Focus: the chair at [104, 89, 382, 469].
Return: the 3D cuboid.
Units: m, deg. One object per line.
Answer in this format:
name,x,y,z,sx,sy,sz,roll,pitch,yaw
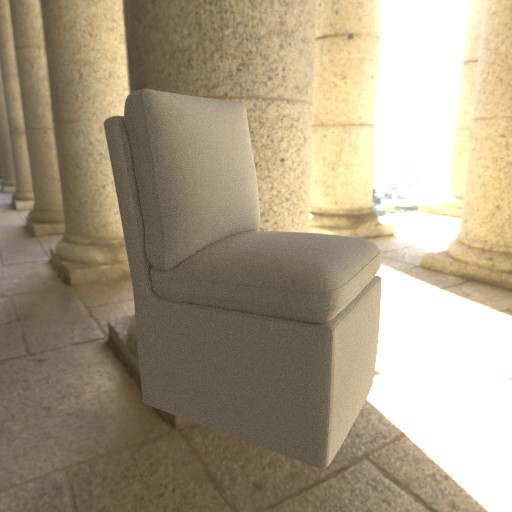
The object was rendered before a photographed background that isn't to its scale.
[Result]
chair,0.000,0.000,1.336,0.698,0.927,0.503,8,17,28
